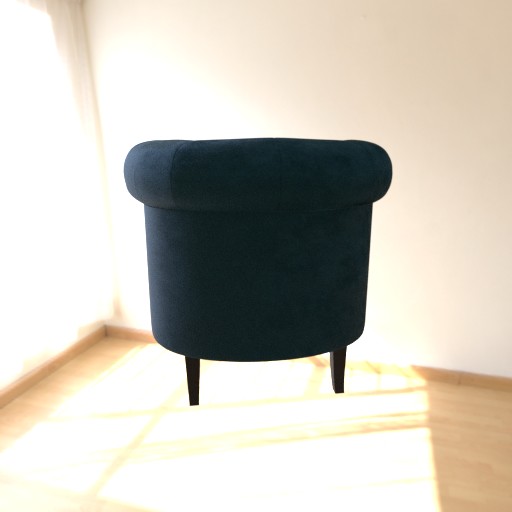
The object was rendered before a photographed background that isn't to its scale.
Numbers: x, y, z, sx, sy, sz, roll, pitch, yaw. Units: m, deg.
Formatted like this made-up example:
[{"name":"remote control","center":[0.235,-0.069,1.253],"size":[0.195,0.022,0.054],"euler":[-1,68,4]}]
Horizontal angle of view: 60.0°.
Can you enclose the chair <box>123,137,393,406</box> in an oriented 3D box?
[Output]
[{"name":"chair","center":[0.000,0.000,1.616],"size":[0.904,0.826,0.851],"euler":[-2,14,-8]}]
